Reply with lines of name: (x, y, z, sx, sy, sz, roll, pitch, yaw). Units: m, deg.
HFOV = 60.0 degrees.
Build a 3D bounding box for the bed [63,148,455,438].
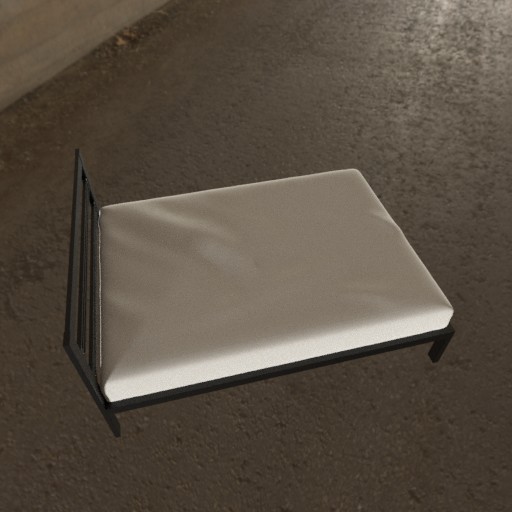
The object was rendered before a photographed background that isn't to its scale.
bed: (0.000, 0.000, 2.874, 2.062, 0.967, 1.524, -10, 47, -10)
